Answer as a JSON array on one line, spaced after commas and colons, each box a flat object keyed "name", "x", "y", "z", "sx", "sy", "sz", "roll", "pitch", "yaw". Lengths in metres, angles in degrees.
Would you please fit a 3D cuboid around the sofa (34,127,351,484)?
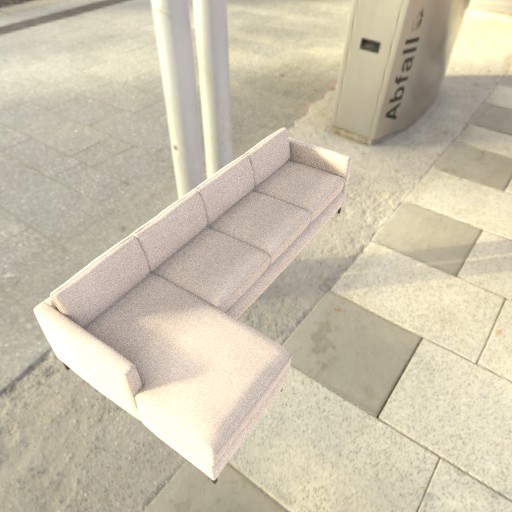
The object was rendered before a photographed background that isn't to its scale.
[{"name": "sofa", "x": 0.000, "y": 0.000, "z": 3.506, "sx": 1.469, "sy": 0.816, "sz": 2.923, "roll": 25, "pitch": 48, "yaw": 25}]
